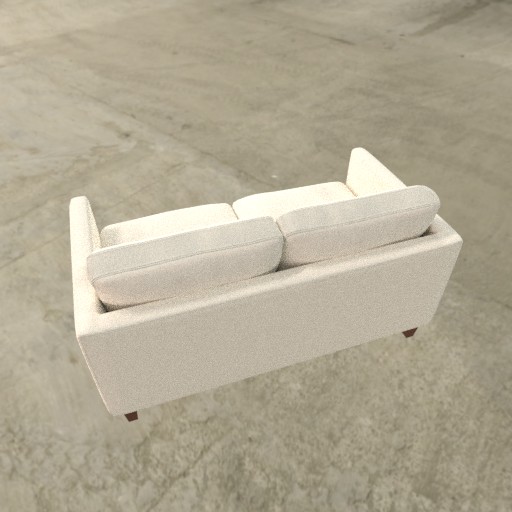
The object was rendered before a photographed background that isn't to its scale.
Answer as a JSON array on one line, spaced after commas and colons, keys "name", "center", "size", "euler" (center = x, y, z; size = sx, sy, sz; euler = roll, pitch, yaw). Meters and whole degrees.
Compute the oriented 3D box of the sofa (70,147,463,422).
[{"name": "sofa", "center": [0.000, 0.000, 2.277], "size": [1.702, 0.888, 0.964], "euler": [-13, 43, -14]}]
